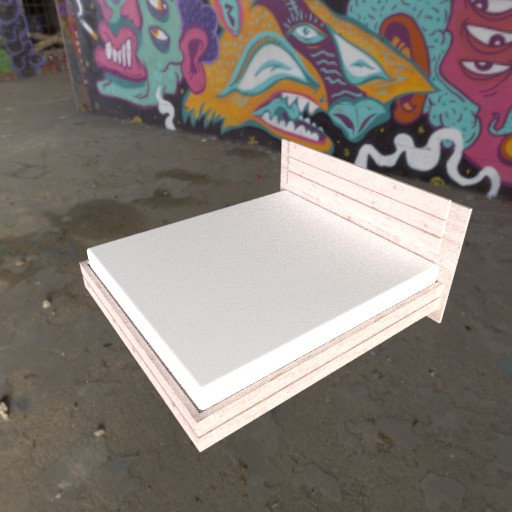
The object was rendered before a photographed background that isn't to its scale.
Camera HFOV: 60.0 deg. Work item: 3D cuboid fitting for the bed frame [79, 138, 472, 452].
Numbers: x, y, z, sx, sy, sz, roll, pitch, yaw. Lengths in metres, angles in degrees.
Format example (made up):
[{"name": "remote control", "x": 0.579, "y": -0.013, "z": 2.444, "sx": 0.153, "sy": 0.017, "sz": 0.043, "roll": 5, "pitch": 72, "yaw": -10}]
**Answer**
[{"name": "bed frame", "x": 0.000, "y": 0.000, "z": 3.291, "sx": 2.080, "sy": 0.970, "sz": 1.950, "roll": -21, "pitch": 37, "yaw": -30}]
